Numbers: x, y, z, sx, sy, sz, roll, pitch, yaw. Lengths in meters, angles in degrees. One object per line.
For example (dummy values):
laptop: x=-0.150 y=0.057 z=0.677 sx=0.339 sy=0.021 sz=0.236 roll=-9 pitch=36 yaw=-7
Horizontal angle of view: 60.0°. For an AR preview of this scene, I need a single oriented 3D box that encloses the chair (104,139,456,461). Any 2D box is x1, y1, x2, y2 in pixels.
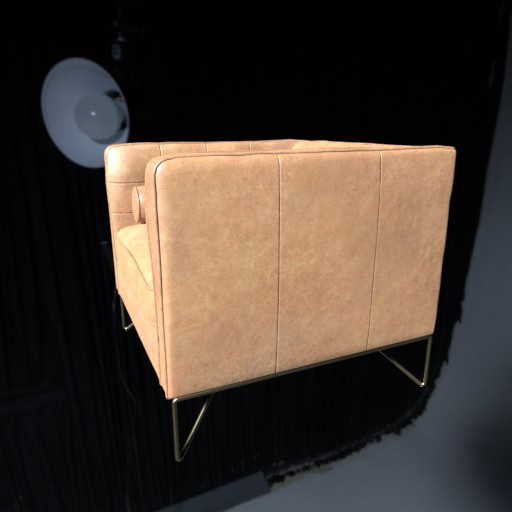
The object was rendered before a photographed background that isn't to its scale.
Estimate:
chair: x=0.000 y=0.000 z=1.611 sx=0.912 sy=0.797 sz=0.920 roll=-7 pitch=18 yaw=-24
